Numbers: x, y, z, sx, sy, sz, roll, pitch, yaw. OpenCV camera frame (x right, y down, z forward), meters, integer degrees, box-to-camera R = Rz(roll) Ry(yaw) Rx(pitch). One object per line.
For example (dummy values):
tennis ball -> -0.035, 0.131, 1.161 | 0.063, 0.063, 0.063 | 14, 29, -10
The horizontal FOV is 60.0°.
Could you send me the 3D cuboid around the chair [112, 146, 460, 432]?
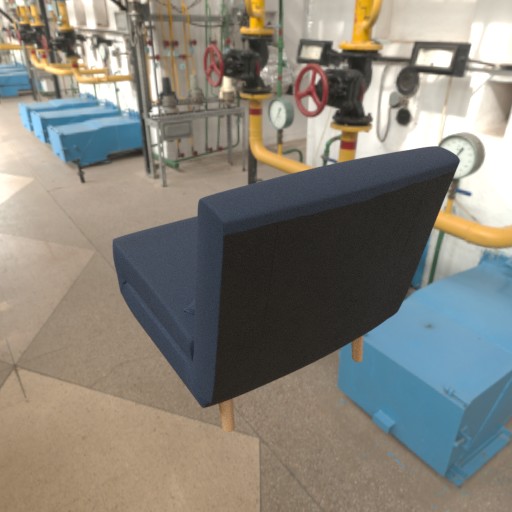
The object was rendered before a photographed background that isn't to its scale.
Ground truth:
chair -> 0.000, 0.000, 1.513 | 0.770, 0.808, 0.900 | -18, 33, -30
